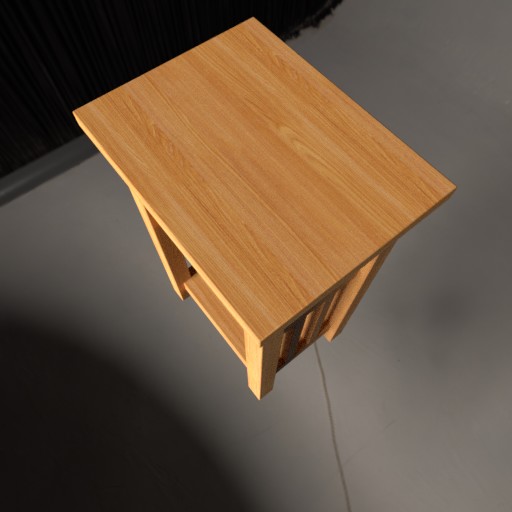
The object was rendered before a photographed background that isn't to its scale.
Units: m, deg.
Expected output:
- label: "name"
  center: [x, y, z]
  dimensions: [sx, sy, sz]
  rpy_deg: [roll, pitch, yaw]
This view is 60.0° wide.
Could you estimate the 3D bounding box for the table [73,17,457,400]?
- label: "table"
  center: [0.000, 0.000, 0.740]
  dimensions: [0.270, 0.550, 0.350]
  rpy_deg: [-36, 69, -16]
